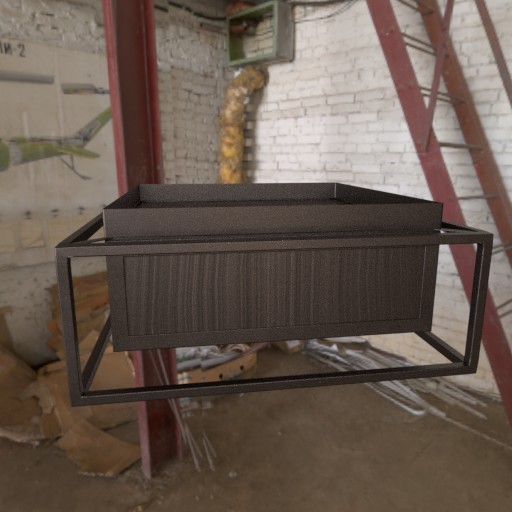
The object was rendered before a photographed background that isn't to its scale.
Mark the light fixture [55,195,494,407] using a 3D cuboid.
[{"bbox_3d":[0.000,0.000,0.663,0.441,0.191,0.441,-2,13,-9],"label":"light fixture"}]
